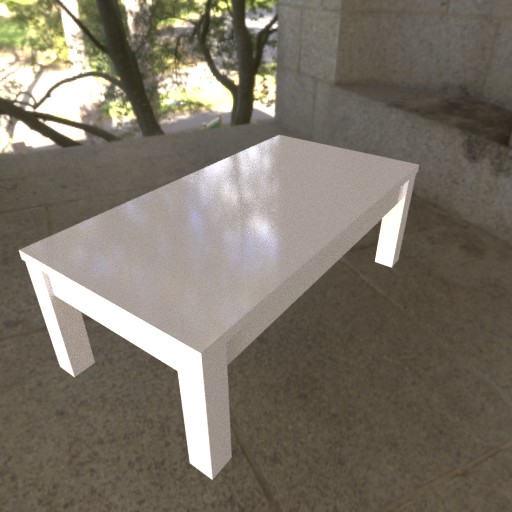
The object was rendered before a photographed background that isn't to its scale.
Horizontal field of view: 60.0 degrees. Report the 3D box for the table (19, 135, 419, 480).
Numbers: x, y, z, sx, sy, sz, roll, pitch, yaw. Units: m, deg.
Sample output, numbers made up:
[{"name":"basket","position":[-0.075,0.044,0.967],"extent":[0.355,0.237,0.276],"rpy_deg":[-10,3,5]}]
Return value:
[{"name":"table","position":[0.000,0.000,1.683],"extent":[0.700,0.470,1.350],"rpy_deg":[21,38,30]}]
